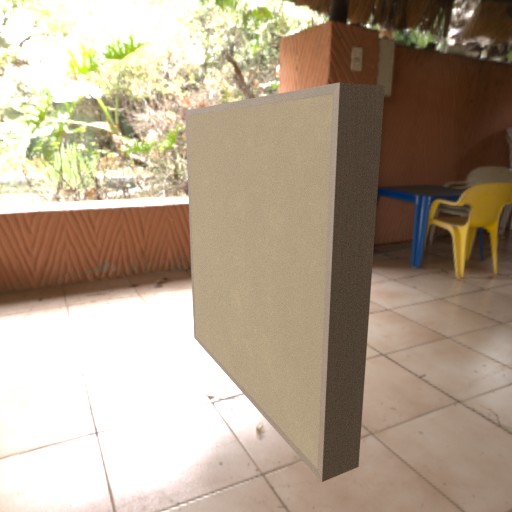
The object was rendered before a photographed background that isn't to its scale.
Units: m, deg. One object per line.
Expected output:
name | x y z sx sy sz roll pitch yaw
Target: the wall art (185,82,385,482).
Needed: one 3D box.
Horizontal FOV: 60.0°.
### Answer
wall art | 0.000 0.000 0.459 0.038 0.303 0.304 -7 16 -26
